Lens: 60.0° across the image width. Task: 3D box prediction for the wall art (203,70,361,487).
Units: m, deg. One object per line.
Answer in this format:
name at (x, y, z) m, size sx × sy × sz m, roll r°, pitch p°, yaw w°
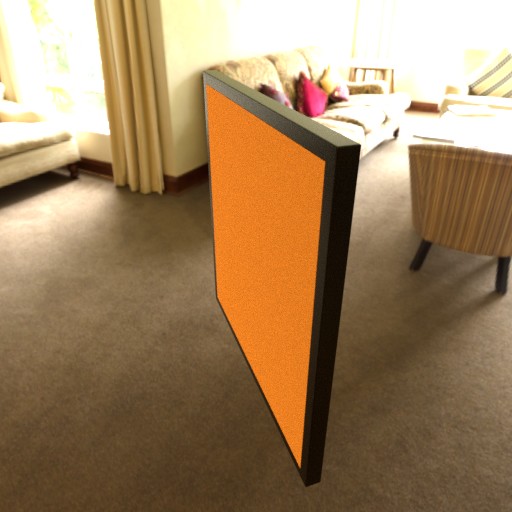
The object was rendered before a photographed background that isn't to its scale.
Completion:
wall art at (0.000, 0.000, 1.098) m, size 0.038 × 0.761 × 0.755 m, roll -10°, pitch 32°, yaw -17°
